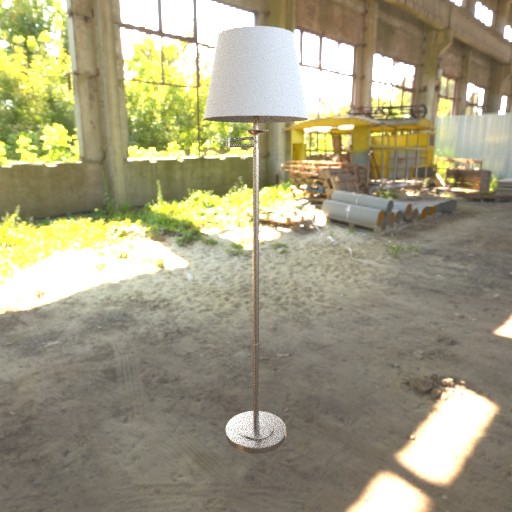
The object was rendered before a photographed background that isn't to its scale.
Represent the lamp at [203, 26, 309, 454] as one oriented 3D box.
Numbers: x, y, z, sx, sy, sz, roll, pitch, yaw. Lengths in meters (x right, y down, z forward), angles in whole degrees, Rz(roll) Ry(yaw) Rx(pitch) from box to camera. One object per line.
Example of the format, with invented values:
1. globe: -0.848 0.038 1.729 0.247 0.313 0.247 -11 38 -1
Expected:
1. lamp: 0.000 0.000 1.617 0.355 1.473 0.355 0 13 0
